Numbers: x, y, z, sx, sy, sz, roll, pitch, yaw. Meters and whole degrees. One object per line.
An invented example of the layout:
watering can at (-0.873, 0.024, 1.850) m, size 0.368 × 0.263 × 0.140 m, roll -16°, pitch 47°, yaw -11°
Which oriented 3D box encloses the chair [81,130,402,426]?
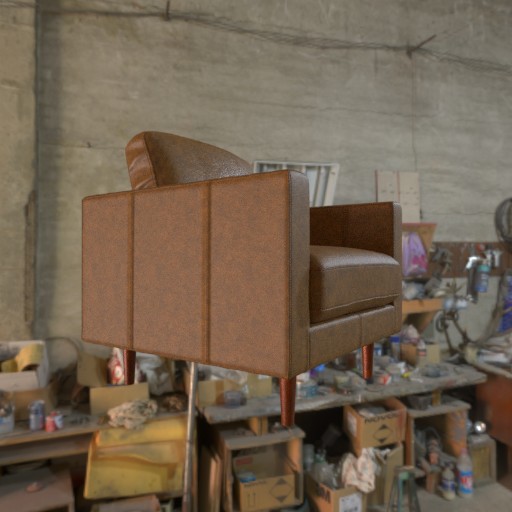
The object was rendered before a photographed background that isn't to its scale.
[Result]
chair at (0.000, 0.000, 1.685) m, size 0.909 × 0.956 × 0.890 m, roll 0°, pitch 0°, yaw 36°
